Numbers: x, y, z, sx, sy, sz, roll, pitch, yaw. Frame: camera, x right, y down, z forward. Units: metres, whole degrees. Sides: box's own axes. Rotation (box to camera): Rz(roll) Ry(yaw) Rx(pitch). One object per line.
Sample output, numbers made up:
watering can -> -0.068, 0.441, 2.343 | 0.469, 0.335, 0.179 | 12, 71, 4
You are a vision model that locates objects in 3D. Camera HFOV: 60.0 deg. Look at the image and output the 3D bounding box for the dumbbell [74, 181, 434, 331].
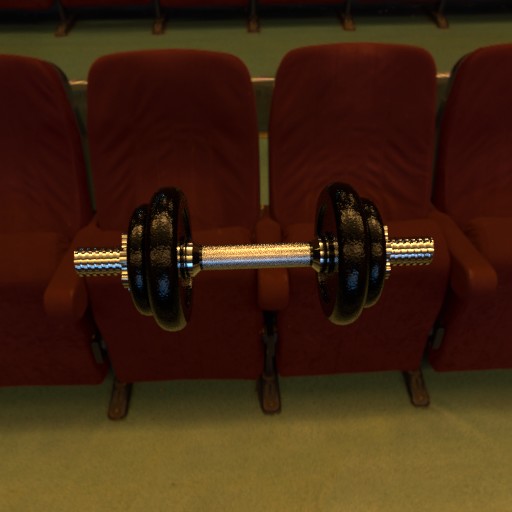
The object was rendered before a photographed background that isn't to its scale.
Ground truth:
dumbbell -> 0.000, 0.000, 0.627 | 0.497, 0.202, 0.202 | -2, 46, -2
